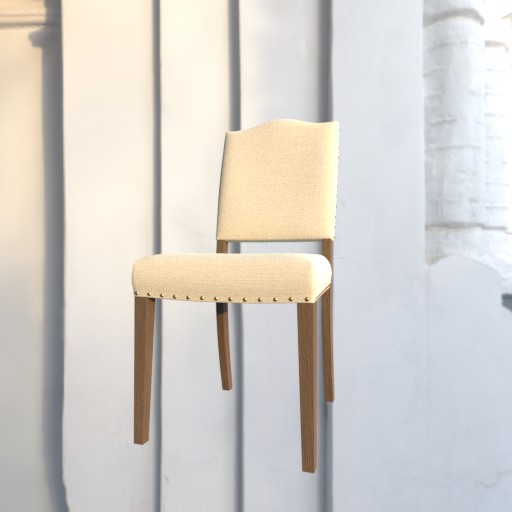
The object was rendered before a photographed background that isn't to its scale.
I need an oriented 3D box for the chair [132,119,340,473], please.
[{"bbox_3d":[0.000,0.000,1.398,0.508,1.015,0.619,0,0,19],"label":"chair"}]
